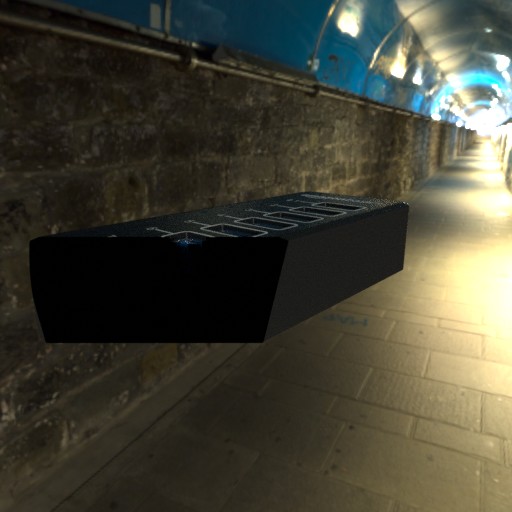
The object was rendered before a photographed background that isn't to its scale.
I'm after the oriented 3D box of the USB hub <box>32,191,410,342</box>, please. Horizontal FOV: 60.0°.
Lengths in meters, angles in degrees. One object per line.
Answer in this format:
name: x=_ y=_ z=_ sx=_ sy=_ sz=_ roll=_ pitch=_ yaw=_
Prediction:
USB hub: x=0.000 y=0.000 z=0.127 sx=0.044 sy=0.023 sz=0.110 roll=14 pitch=21 yaw=40
